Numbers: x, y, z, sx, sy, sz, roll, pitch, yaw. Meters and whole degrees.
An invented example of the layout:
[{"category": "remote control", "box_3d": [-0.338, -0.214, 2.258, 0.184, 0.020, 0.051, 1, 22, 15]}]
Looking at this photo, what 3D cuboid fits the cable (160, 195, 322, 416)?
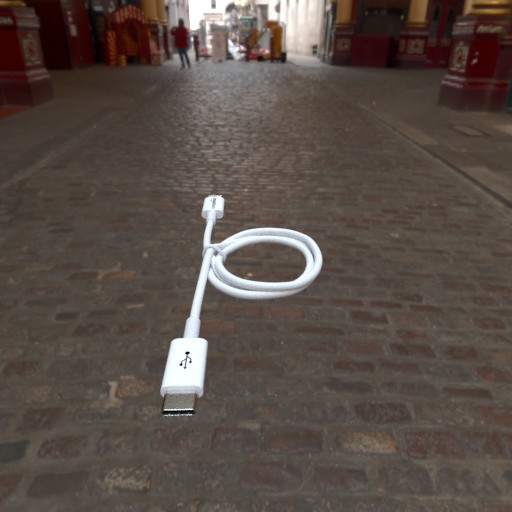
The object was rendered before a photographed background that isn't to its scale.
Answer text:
[{"category": "cable", "box_3d": [0.000, 0.000, 0.230, 0.070, 0.014, 0.203, -1, 27, -2]}]
